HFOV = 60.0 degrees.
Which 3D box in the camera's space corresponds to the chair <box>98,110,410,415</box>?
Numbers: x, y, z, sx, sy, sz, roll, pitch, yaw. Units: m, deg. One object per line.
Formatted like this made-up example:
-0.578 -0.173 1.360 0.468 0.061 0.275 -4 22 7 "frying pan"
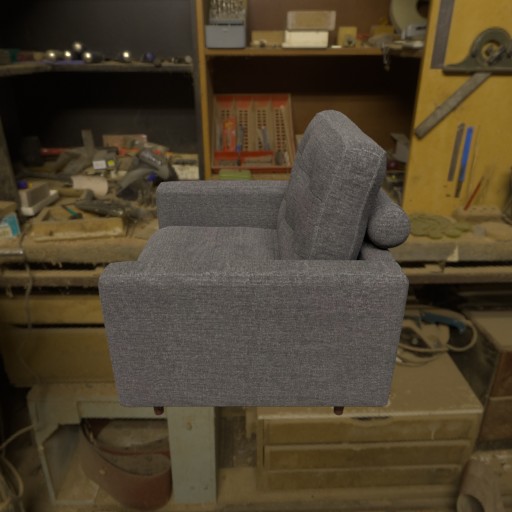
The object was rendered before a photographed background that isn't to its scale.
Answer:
0.000 0.000 1.513 0.843 0.880 0.821 0 26 0 "chair"
